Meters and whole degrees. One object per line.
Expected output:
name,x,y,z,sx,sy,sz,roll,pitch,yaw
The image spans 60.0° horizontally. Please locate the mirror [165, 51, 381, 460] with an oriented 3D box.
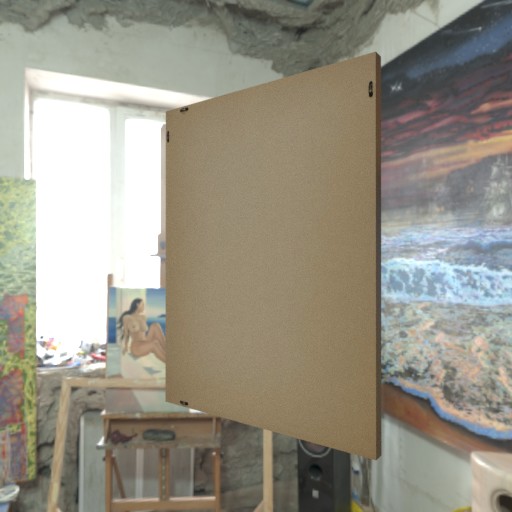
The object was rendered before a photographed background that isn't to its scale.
mirror,0.000,0.000,1.338,0.762,1.016,0.040,0,0,36
